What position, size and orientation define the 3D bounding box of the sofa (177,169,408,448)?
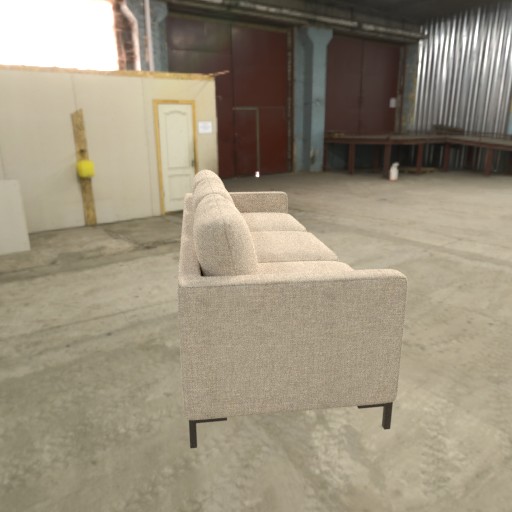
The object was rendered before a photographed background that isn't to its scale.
[{"bbox_3d":[0.000,0.000,2.660,0.859,0.874,2.218,-2,16,-8],"label":"sofa"}]
